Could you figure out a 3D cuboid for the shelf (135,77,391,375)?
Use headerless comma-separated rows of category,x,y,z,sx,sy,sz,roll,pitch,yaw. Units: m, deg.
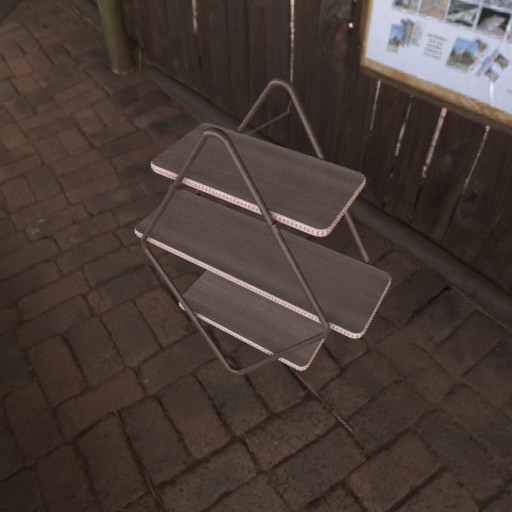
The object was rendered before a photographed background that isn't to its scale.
shelf,0.000,0.000,1.055,0.609,0.774,0.234,24,51,21
